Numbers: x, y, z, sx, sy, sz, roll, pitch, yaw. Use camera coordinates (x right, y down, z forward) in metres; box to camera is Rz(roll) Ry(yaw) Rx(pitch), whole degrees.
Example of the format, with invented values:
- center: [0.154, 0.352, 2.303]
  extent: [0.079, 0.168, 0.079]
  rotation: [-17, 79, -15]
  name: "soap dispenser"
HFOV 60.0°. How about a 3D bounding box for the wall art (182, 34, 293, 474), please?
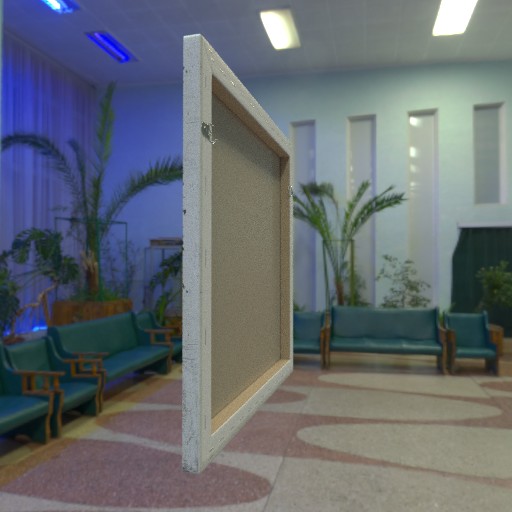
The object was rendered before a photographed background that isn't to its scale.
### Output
- center: [0.000, 0.000, 1.128]
  extent: [0.038, 0.762, 0.762]
  rotation: [0, -1, 17]
  name: "wall art"
